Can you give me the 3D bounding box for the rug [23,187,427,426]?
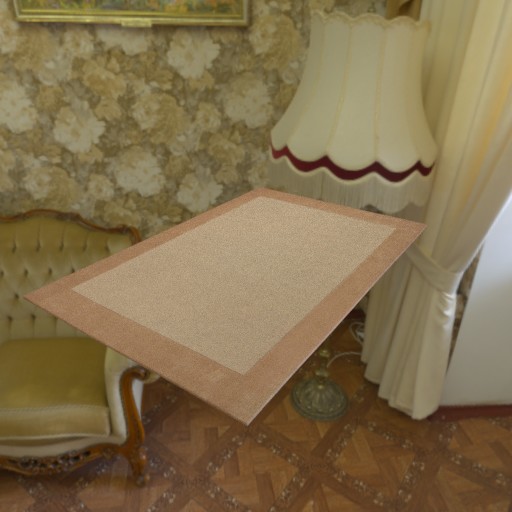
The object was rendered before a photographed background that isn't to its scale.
[{"bbox_3d":[0.000,0.000,2.294,1.219,0.014,1.829,18,32,31],"label":"rug"}]
